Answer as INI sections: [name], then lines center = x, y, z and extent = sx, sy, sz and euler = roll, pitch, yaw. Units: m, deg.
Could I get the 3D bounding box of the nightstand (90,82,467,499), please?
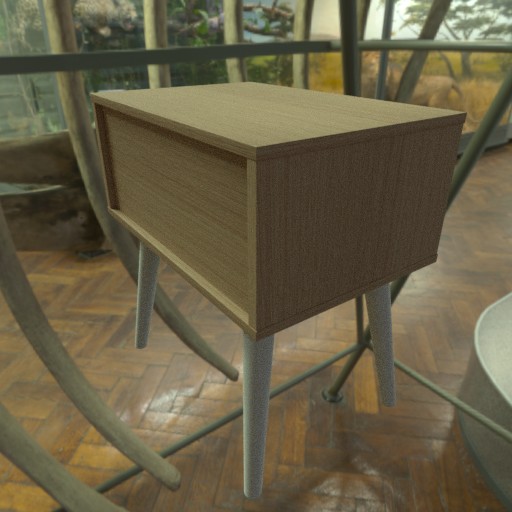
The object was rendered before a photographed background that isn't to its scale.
[nightstand]
center = 0.000, 0.000, 0.916
extent = 0.407, 0.610, 0.571
euler = -18, 32, -31
